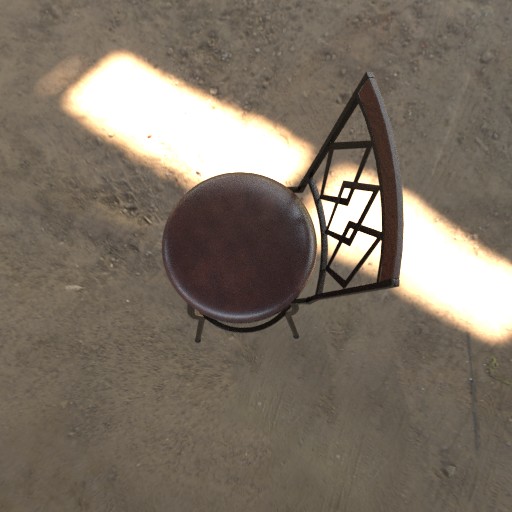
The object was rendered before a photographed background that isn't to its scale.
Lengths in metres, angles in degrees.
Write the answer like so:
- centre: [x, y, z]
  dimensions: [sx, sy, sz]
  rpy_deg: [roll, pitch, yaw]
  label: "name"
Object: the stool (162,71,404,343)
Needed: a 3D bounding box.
- centre: [0.000, 0.000, 1.334]
  dimensions: [0.521, 1.134, 0.432]
  rpy_deg: [-2, 76, -1]
  label: "stool"
